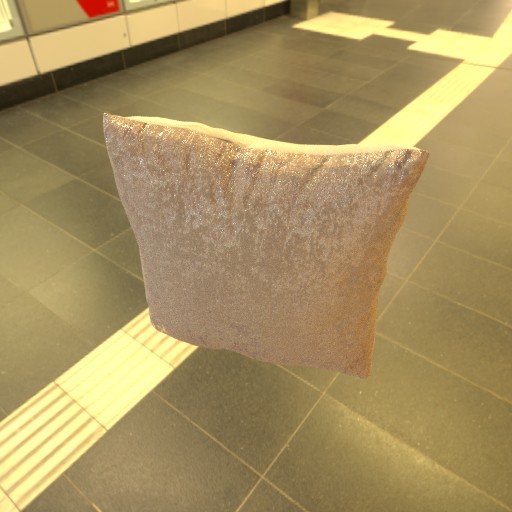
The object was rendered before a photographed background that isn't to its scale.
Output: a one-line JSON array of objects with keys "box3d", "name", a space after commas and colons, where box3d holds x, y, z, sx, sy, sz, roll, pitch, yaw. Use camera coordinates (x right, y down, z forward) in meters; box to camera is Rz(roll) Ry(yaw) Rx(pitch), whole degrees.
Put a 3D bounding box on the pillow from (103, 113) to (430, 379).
[{"box3d": [0.000, 0.000, 0.727, 0.450, 0.448, 0.245, 12, 42, 14], "name": "pillow"}]
